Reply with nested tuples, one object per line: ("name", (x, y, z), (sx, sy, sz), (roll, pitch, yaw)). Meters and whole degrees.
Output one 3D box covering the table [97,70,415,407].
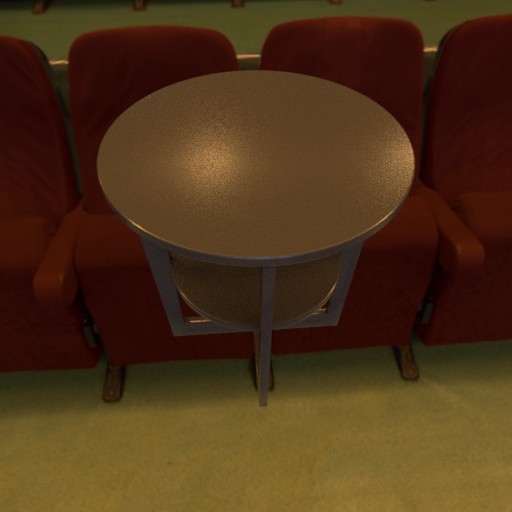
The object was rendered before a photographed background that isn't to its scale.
("table", (0.000, 0.000, 0.918), (0.500, 0.550, 0.500), (0, 48, 0))
